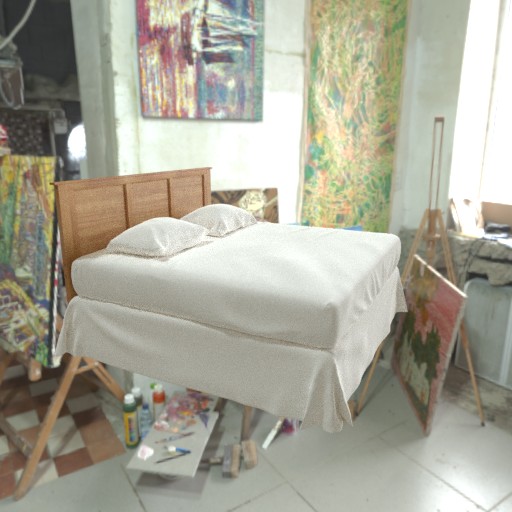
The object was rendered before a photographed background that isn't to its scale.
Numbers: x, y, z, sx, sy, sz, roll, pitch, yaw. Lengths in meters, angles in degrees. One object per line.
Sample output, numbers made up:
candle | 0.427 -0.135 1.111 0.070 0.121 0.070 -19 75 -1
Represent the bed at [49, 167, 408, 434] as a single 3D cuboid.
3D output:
bed | 0.000 0.000 3.630 2.215 1.270 2.317 7 16 26
